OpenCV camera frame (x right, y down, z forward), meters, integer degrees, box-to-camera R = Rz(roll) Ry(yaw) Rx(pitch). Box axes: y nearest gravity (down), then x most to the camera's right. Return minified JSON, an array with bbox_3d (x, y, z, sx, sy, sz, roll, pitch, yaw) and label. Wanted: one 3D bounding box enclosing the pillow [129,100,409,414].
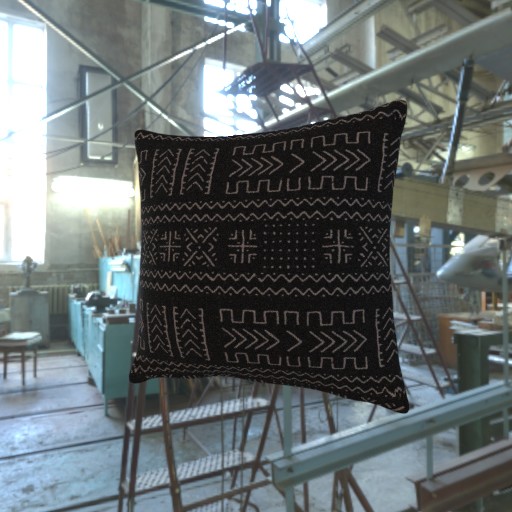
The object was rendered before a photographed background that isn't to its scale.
[{"bbox_3d":[0.000,0.000,0.672,0.438,0.430,0.164,0,-1,18],"label":"pillow"}]
